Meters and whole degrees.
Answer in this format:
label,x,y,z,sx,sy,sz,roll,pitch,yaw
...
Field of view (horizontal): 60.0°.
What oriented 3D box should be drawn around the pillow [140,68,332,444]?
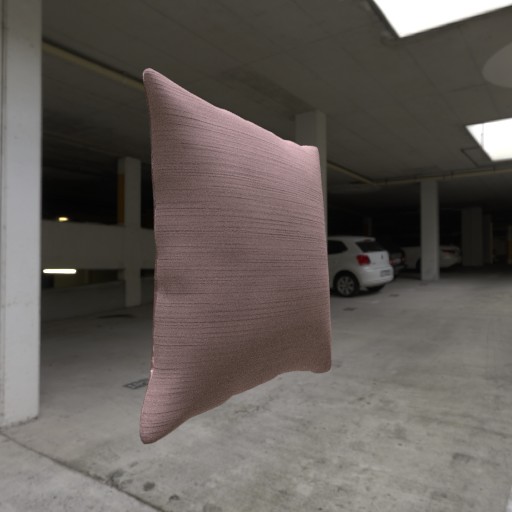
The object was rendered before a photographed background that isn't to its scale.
label,x,y,z,sx,sy,sz,roll,pitch,yaw
pillow,0.000,0.000,0.727,0.175,0.464,0.470,-1,-2,35
